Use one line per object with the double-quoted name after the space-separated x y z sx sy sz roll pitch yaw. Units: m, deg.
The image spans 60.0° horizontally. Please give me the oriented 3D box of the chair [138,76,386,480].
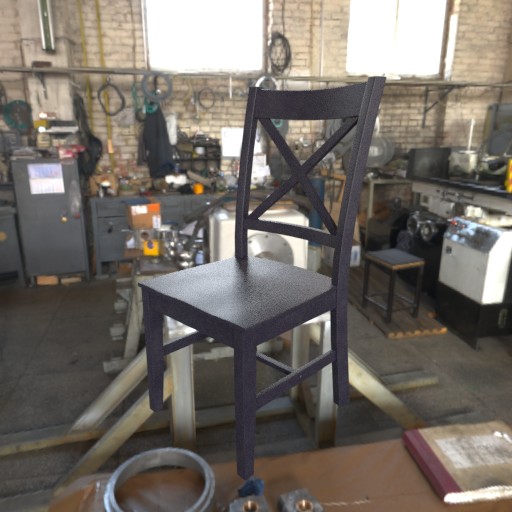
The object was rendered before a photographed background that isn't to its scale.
0.000 0.000 1.302 0.485 0.983 0.542 15 22 42 "chair"
